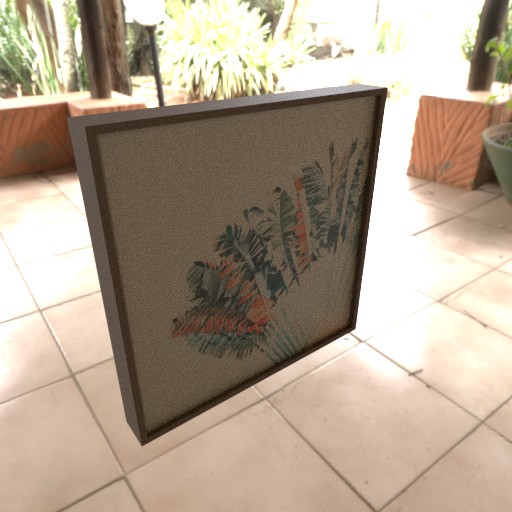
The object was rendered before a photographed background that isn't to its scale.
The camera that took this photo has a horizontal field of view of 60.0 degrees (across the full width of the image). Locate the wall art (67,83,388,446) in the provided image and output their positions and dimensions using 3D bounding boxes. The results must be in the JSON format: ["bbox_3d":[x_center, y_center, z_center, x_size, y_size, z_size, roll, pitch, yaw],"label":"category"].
[{"bbox_3d":[0.000,0.000,0.451,0.304,0.303,0.038,-20,34,-32],"label":"wall art"}]
